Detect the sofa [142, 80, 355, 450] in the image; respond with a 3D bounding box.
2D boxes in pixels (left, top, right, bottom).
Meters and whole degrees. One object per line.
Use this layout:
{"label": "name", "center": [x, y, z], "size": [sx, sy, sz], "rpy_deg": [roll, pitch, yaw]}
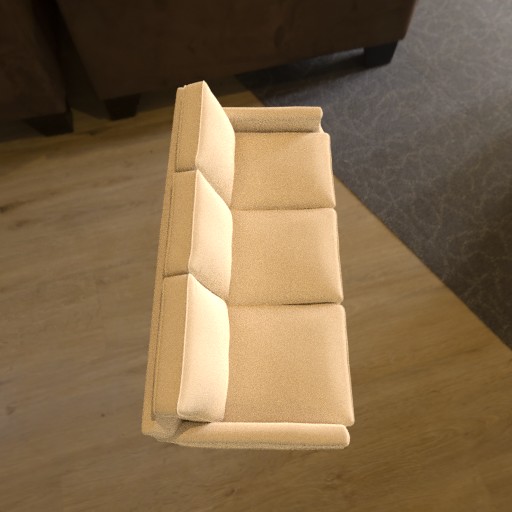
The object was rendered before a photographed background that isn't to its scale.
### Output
{"label": "sofa", "center": [0.000, 0.000, 2.824], "size": [1.084, 1.003, 2.246], "rpy_deg": [0, 65, 0]}
